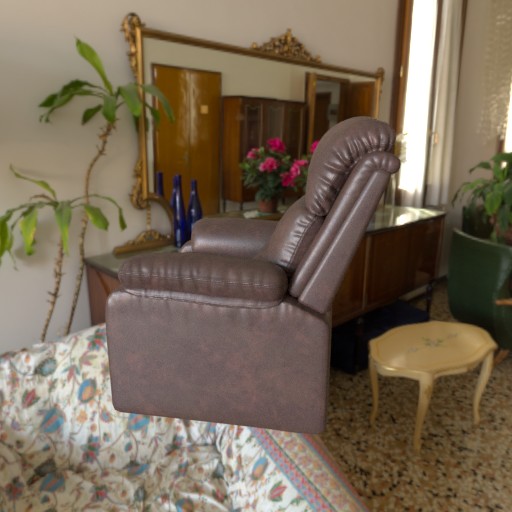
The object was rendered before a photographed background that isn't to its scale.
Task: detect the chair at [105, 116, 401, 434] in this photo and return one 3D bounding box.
[{"bbox_3d":[0.000,0.000,1.668,0.919,0.992,0.855,3,14,10],"label":"chair"}]
